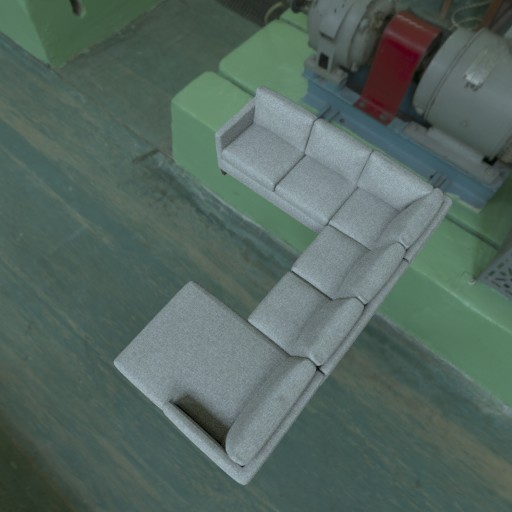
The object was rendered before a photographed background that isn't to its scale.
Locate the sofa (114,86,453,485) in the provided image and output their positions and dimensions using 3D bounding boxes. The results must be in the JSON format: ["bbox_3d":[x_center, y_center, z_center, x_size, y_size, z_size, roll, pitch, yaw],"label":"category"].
[{"bbox_3d":[0.000,0.000,4.610,2.593,0.959,3.460,36,69,16],"label":"sofa"}]
